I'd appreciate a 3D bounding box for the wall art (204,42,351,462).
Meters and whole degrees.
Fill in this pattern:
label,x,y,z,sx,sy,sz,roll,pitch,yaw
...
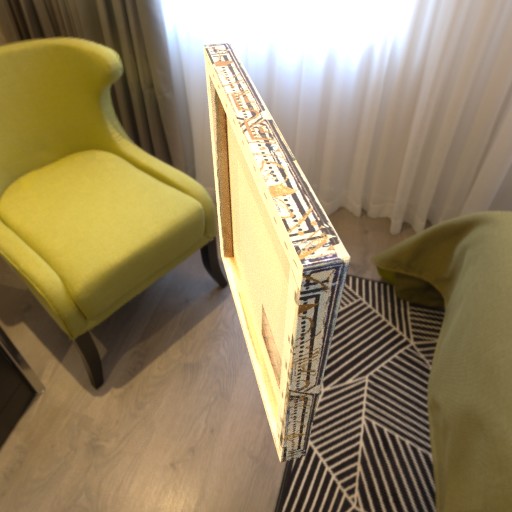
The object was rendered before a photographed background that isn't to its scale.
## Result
label,x,y,z,sx,sy,sz,roll,pitch,yaw
wall art,0.000,0.000,0.608,0.038,0.410,0.411,-11,48,-10
